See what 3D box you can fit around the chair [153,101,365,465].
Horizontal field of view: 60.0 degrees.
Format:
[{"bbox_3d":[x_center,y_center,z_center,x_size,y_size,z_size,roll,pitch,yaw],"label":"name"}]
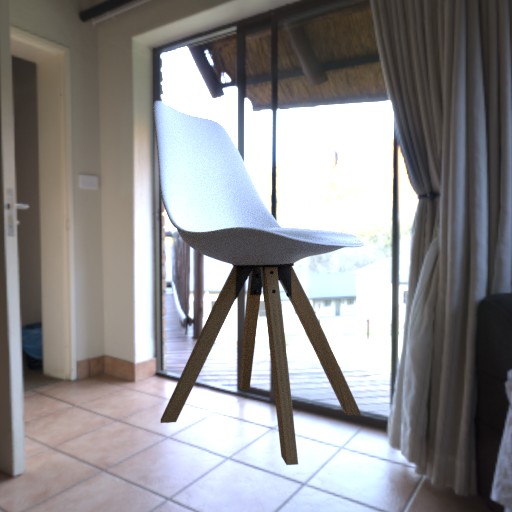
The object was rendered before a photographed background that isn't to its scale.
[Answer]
[{"bbox_3d":[0.000,0.000,1.170,0.550,0.849,0.485,1,1,35],"label":"chair"}]
